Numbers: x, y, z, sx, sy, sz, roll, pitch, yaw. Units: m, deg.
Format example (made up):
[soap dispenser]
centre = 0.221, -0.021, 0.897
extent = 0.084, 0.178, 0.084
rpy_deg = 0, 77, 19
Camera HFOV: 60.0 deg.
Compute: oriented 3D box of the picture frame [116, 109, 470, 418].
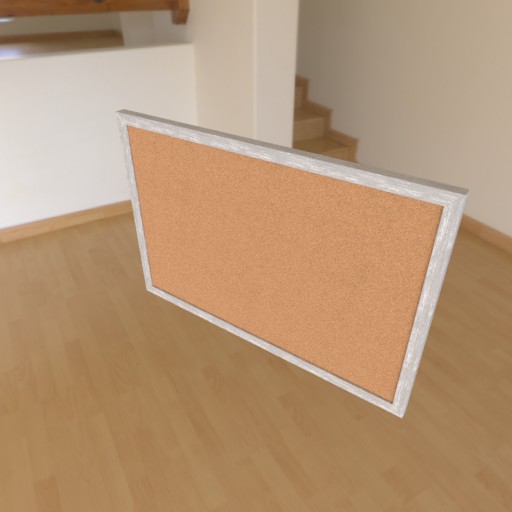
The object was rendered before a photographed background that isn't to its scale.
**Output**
[picture frame]
centre = 0.000, 0.000, 1.218
extent = 0.950, 0.640, 0.029
rpy_deg = 21, 39, 29
